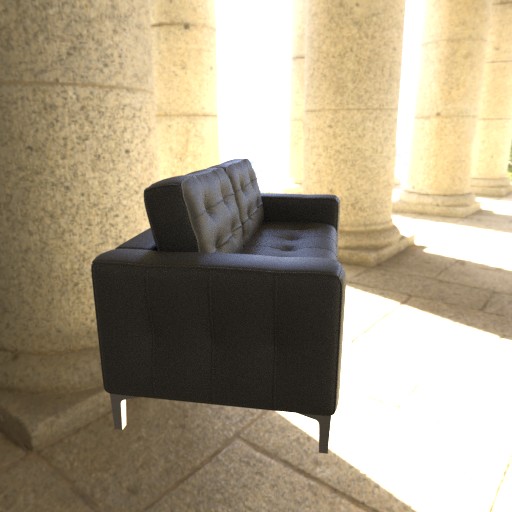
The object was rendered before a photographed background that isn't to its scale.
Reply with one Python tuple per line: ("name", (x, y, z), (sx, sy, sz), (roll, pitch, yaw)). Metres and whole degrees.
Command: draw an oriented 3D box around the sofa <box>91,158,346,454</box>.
("sofa", (0.000, 0.000, 2.217), (0.833, 0.892, 1.726), (3, 16, 9))
